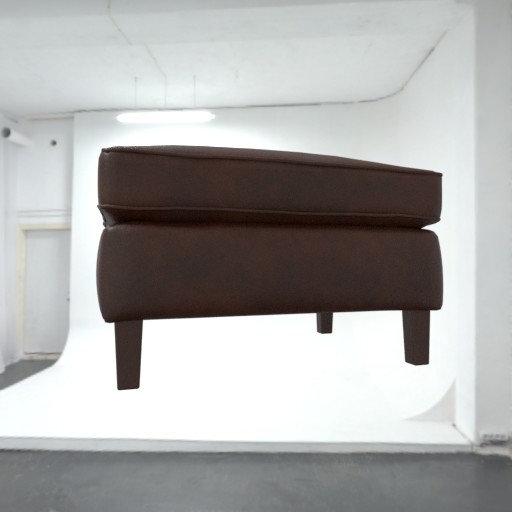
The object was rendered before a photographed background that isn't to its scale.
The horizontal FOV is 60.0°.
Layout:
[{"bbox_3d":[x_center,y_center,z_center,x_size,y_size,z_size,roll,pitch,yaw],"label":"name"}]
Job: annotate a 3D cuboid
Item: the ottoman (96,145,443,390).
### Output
[{"bbox_3d":[0.000,0.000,0.995,0.665,0.432,0.501,0,-1,-18],"label":"ottoman"}]
